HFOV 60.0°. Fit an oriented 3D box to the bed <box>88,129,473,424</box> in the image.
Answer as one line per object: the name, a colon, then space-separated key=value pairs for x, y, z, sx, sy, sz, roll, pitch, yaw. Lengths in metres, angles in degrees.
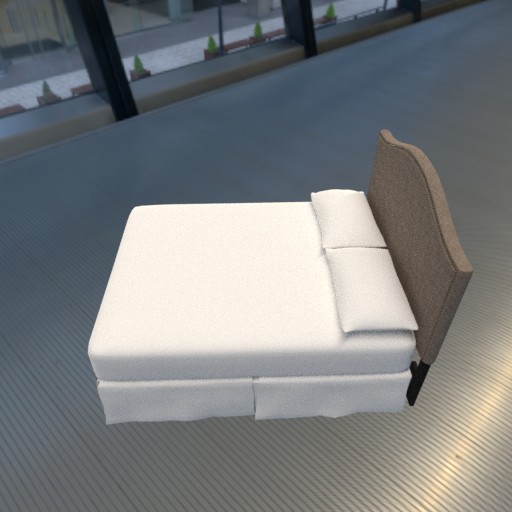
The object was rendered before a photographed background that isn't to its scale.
bed: x=0.000 y=0.000 z=3.172 sx=2.153 sy=1.518 sz=1.713 roll=-1 pitch=40 yaw=-1
